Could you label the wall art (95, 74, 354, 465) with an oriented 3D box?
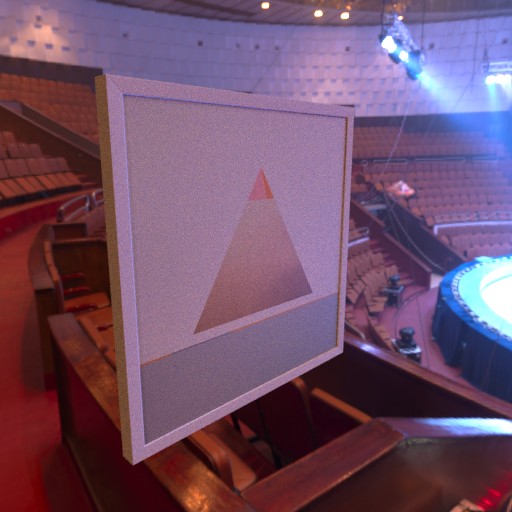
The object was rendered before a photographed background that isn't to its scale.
[{"bbox_3d":[0.000,0.000,1.118,0.041,0.765,0.768,12,18,43],"label":"wall art"}]
